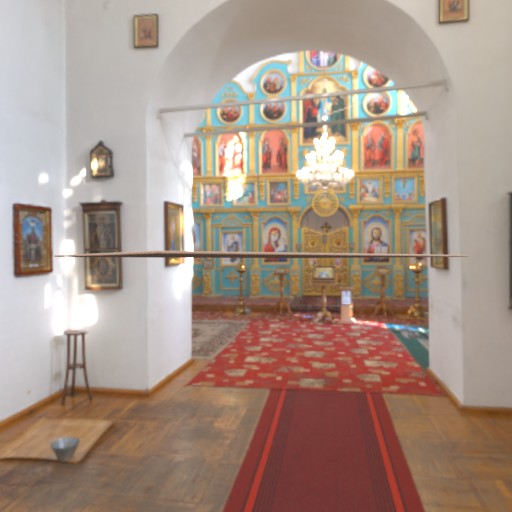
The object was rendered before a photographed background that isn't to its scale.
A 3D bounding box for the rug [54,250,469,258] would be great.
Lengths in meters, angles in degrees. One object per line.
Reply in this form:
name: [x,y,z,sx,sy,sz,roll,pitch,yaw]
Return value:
rug: [0.000,0.000,4.160,3.039,0.018,2.462,0,-1,-36]
